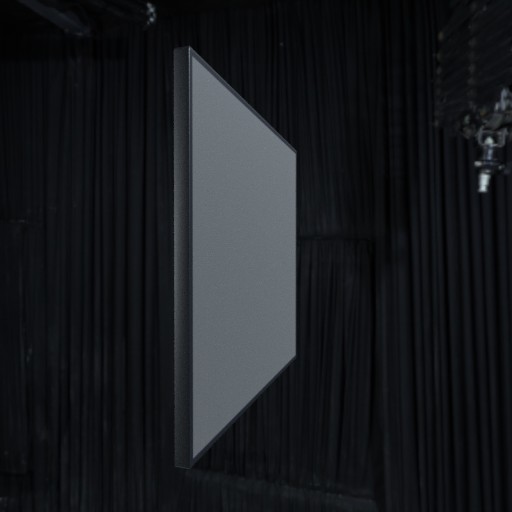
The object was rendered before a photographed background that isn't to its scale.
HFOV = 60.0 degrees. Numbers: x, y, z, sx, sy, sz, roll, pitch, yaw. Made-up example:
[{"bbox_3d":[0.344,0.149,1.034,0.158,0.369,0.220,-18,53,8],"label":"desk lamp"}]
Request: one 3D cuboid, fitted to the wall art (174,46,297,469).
[{"bbox_3d":[0.000,0.000,0.721,0.018,0.450,0.521,0,1,18],"label":"wall art"}]
